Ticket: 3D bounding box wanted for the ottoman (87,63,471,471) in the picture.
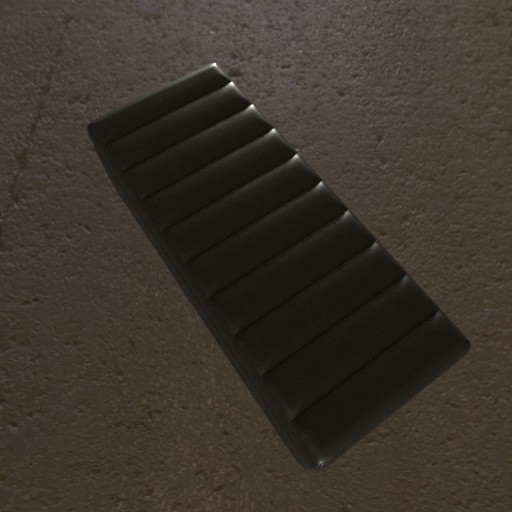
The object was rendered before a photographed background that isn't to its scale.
[{"bbox_3d":[0.000,0.000,1.370,0.482,0.469,1.151,-32,69,-14],"label":"ottoman"}]
